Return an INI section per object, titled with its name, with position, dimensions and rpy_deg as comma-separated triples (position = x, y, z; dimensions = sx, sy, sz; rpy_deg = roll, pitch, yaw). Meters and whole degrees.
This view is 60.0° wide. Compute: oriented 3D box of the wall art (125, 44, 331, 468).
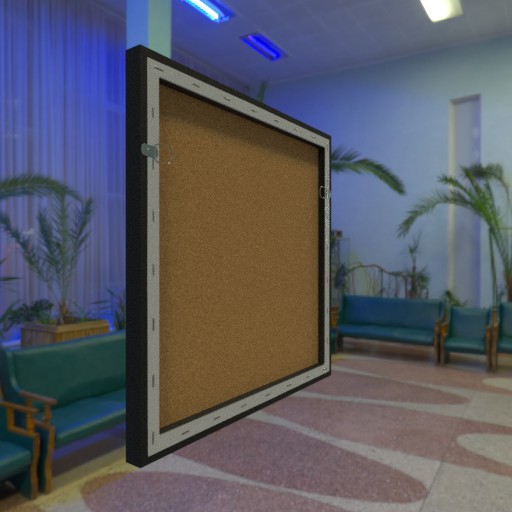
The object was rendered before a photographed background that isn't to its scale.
[wall art]
position = 0.000, 0.000, 1.109
dimensions = 0.044, 0.758, 0.758
rpy_deg = 0, 0, 36
